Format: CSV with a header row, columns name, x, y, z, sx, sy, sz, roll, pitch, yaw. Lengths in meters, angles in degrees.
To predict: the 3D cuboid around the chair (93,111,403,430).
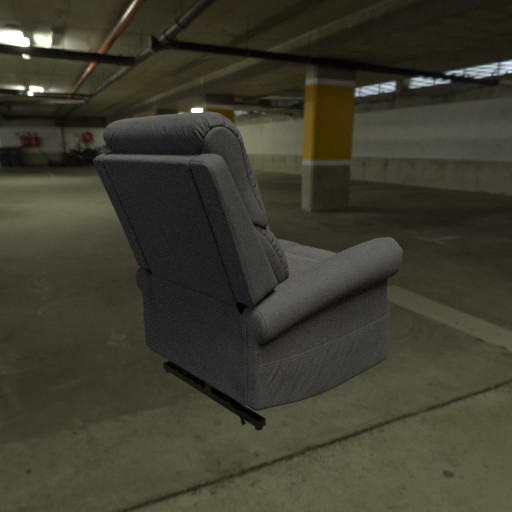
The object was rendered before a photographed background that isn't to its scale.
name,x,y,z,sx,sy,sz,roll,pitch,yaw
chair,0.000,0.000,1.760,0.979,1.031,0.871,-13,19,-42
